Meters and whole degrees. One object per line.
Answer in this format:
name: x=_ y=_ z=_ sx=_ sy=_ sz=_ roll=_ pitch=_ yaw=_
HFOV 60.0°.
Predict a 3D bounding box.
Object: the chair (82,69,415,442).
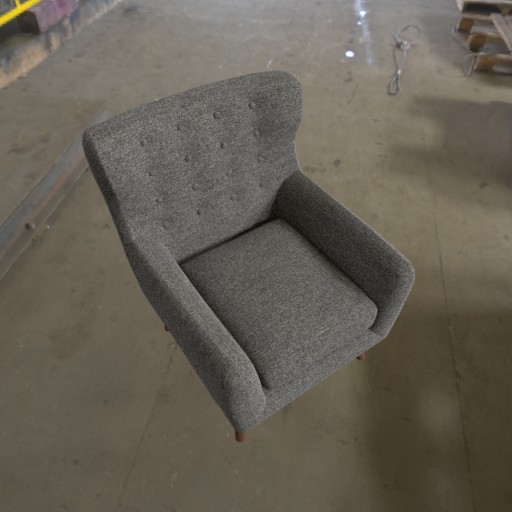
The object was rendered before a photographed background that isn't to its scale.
chair: x=0.000 y=0.000 z=1.777 sx=0.889 sy=1.039 sz=0.940 roll=-26 pitch=52 yaw=-23
